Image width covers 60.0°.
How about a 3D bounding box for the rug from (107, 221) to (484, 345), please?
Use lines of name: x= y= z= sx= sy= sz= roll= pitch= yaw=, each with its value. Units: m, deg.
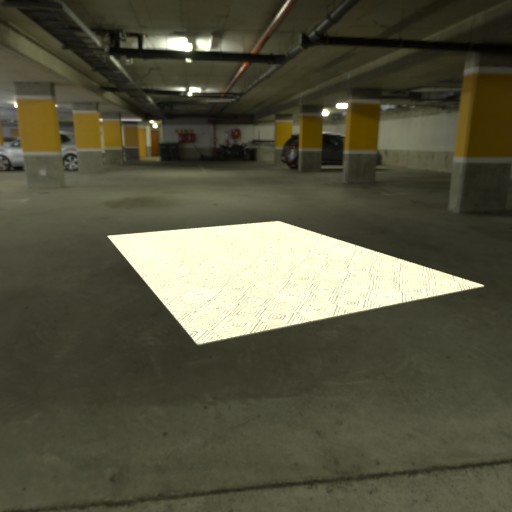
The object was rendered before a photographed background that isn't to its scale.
rug: x=0.000 y=0.000 z=2.972 sx=1.593 sy=0.008 sz=2.238 roll=-7 pitch=16 yaw=-25
